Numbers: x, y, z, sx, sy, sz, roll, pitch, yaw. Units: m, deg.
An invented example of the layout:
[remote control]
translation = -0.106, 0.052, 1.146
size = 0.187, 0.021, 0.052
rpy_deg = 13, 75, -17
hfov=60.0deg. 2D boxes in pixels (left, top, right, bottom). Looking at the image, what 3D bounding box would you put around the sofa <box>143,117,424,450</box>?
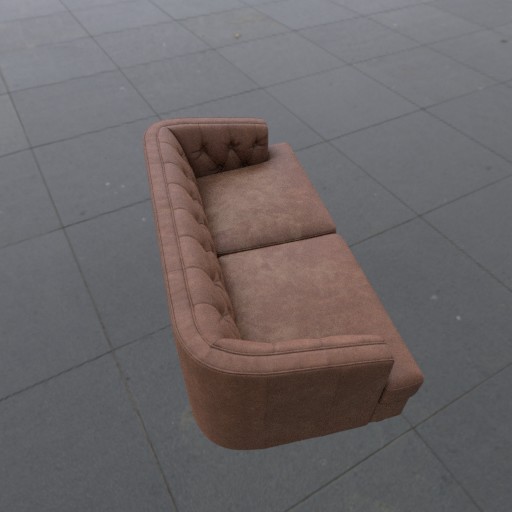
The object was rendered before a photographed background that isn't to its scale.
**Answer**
[sofa]
translation = 0.000, 0.000, 2.258
size = 0.914, 0.786, 1.755
rpy_deg = -11, 47, -10
